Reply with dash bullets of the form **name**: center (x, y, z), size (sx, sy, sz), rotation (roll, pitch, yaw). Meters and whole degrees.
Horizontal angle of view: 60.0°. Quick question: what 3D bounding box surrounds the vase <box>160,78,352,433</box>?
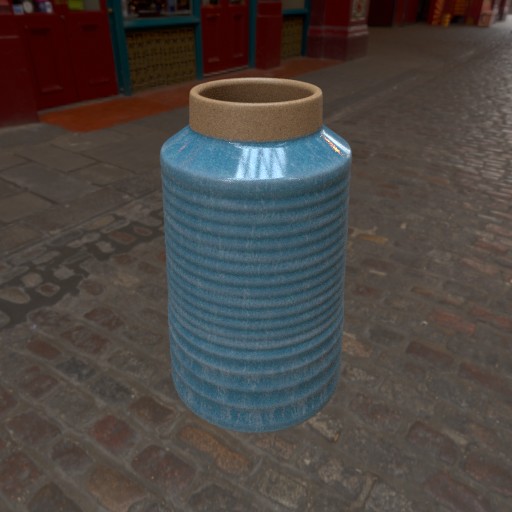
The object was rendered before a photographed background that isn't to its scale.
- **vase**: center (0.000, 0.000, 0.372), size (0.163, 0.267, 0.163), rotation (0, 31, 0)
